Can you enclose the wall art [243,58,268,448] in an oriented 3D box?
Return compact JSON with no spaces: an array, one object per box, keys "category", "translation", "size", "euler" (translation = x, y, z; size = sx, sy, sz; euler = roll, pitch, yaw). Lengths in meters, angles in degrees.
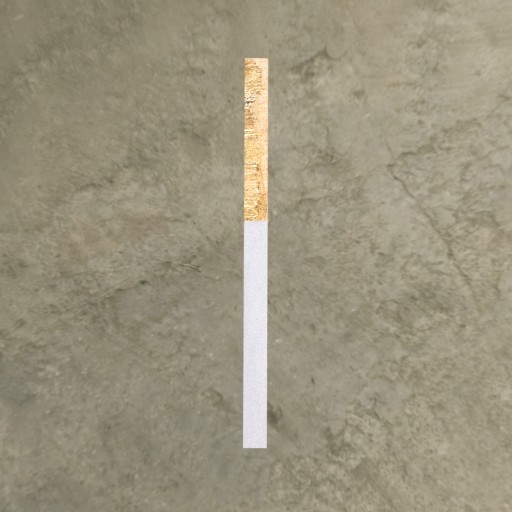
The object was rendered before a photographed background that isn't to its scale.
[{"category":"wall art","translation":[0.000,0.000,1.146],"size":[0.039,0.911,0.607],"euler":[0,89,0]}]
